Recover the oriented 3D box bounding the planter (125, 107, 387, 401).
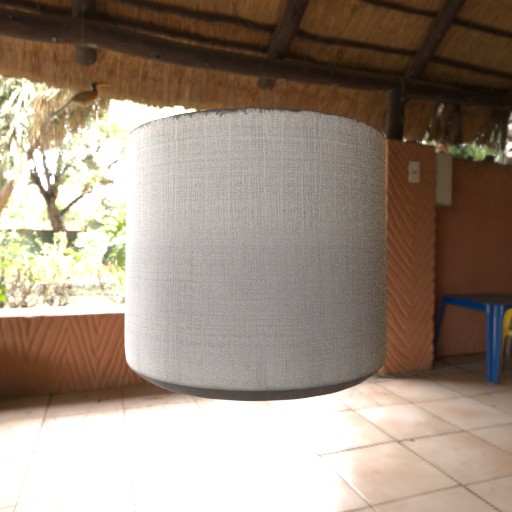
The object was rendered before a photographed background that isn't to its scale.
[{"bbox_3d":[0.000,0.000,0.445,0.254,0.221,0.254,0,1,0],"label":"planter"}]
